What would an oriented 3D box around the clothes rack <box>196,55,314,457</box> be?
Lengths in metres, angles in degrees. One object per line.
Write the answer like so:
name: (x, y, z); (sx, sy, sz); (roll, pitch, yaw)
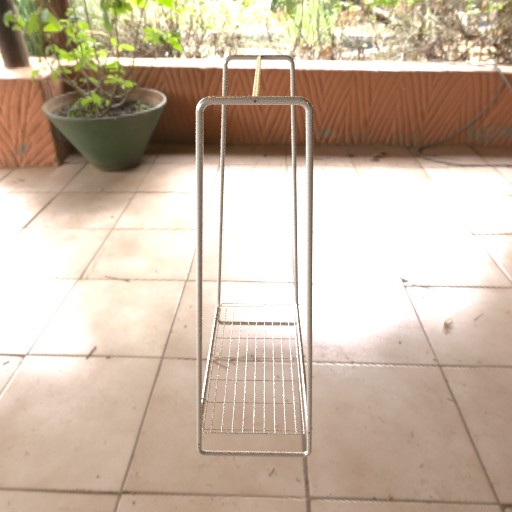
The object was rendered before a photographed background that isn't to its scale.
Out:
clothes rack: (0.000, 0.000, 1.923); (0.495, 1.500, 0.900); (1, 31, 1)
